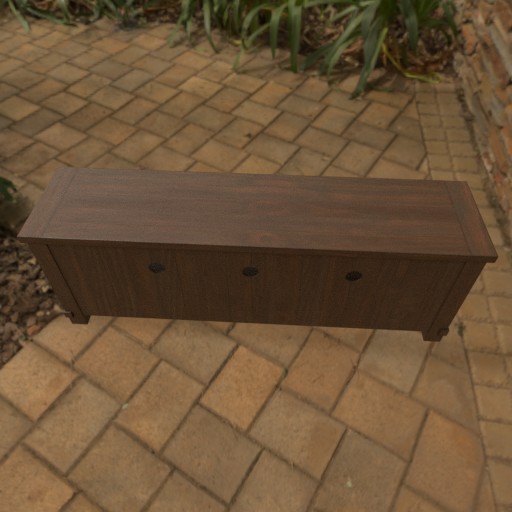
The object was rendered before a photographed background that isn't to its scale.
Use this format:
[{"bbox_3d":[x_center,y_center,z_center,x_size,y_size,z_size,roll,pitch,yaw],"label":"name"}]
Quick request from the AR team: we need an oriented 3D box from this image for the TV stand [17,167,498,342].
[{"bbox_3d":[0.000,0.000,2.093,1.866,0.615,0.471,2,48,2],"label":"TV stand"}]
